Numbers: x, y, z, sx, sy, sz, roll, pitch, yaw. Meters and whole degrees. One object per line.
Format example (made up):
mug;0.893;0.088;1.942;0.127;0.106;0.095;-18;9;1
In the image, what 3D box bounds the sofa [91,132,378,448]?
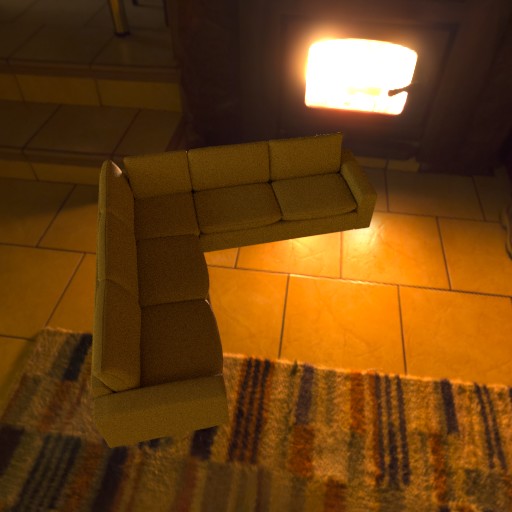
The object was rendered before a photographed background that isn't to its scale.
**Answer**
sofa;0.000;0.000;4.024;2.742;0.800;2.622;-9;48;-8
